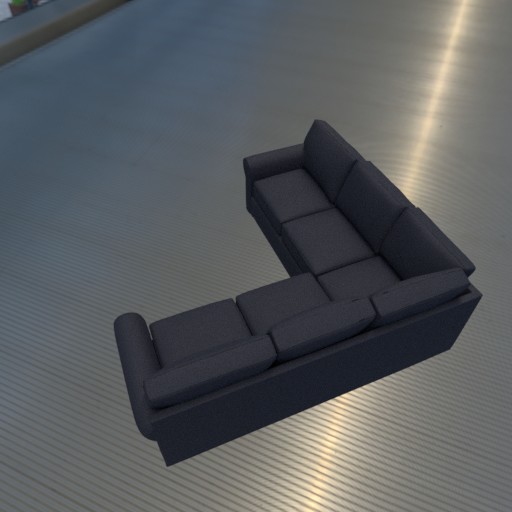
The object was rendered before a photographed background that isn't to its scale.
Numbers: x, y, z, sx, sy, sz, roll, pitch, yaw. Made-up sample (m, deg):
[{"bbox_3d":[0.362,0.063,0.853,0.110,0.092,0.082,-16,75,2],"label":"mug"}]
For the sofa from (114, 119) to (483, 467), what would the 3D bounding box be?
[{"bbox_3d":[0.000,0.000,3.873,2.562,1.042,2.487,-17,49,-15],"label":"sofa"}]
